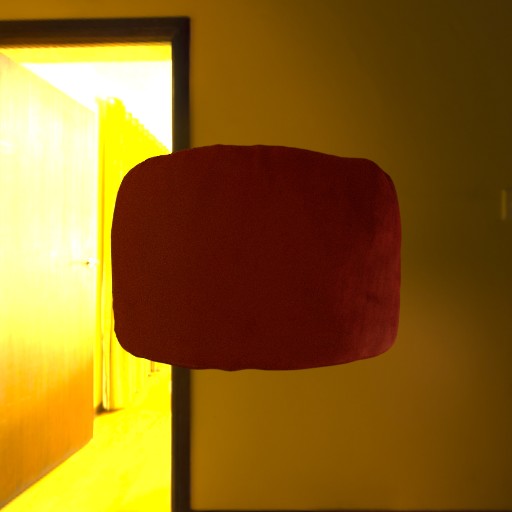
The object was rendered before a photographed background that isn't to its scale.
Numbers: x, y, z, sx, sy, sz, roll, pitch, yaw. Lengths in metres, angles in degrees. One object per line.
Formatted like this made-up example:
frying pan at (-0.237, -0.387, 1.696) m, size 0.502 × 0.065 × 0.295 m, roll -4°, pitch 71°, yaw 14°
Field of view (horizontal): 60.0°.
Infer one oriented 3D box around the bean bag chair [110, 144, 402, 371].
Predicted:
bean bag chair at (0.000, 0.000, 1.942) m, size 1.219 × 0.762 × 1.219 m, roll 0°, pitch -1°, yaw 0°
